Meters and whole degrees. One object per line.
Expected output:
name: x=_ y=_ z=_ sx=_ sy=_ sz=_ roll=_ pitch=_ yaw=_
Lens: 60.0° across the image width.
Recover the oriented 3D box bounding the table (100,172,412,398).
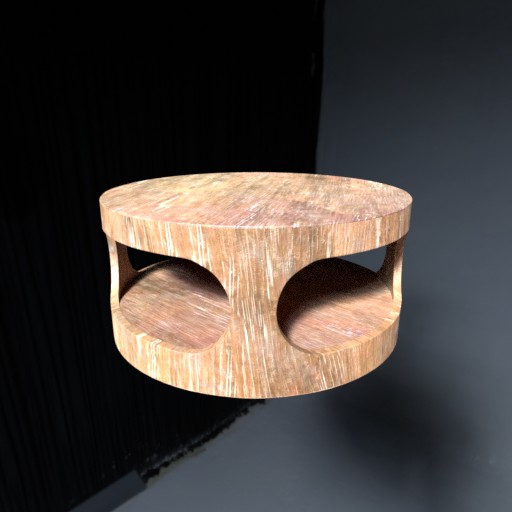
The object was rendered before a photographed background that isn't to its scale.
table: x=0.000 y=0.000 z=1.524 sx=0.974 sy=0.450 sz=0.974 roll=0 pitch=18 yaw=0
